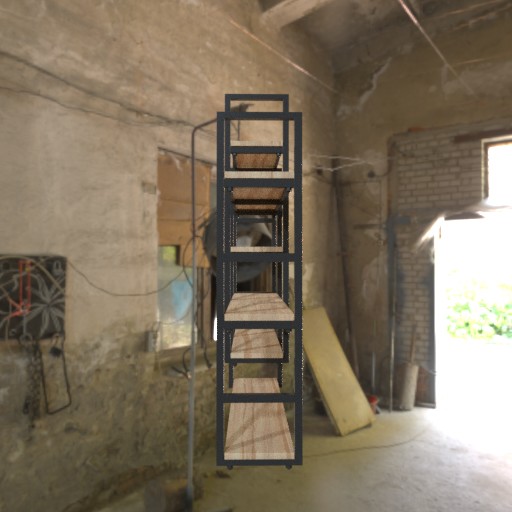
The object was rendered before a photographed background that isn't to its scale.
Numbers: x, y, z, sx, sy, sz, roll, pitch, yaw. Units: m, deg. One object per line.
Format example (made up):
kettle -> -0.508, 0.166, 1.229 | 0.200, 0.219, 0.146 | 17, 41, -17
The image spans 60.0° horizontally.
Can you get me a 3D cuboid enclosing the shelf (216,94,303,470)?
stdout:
shelf -> 0.000, 0.000, 1.412 | 0.183, 0.921, 0.946 | 0, -1, -1
